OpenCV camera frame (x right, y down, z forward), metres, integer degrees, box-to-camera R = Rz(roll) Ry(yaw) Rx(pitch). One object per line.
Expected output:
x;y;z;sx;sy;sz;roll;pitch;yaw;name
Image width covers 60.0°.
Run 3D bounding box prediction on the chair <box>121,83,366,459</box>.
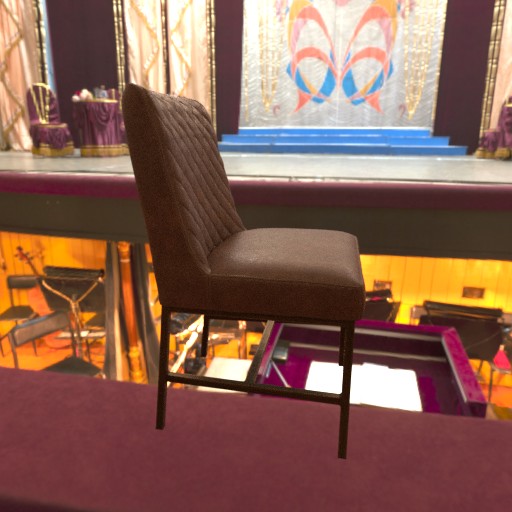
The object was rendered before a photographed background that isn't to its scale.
0.000;0.000;1.254;0.587;0.889;0.508;3;16;10;chair
